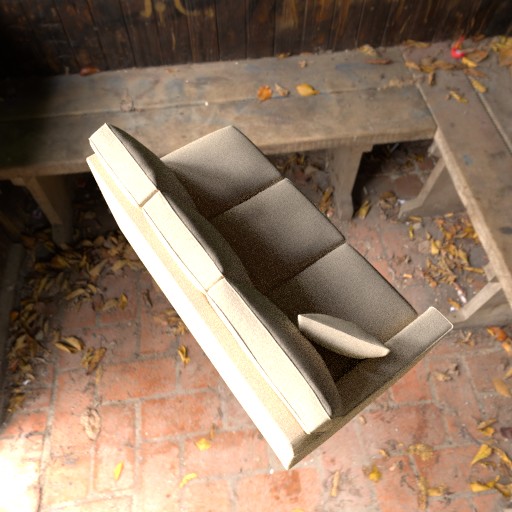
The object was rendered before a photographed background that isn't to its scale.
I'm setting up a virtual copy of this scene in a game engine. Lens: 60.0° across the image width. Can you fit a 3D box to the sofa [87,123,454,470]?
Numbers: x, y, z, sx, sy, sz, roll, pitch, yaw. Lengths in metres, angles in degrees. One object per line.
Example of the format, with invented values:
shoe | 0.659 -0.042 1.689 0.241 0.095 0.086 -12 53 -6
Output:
sofa | 0.000 0.000 2.553 1.034 0.946 1.962 -32 64 -18
